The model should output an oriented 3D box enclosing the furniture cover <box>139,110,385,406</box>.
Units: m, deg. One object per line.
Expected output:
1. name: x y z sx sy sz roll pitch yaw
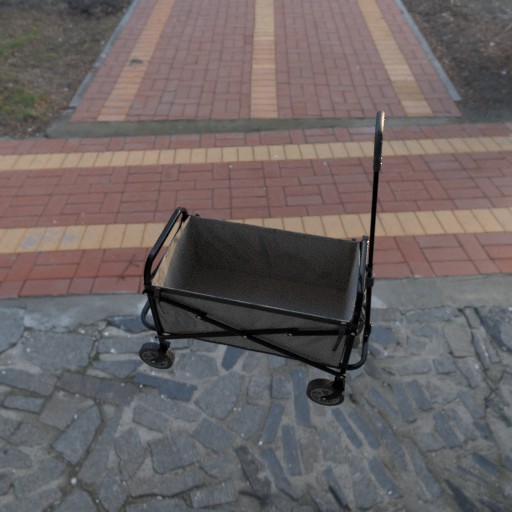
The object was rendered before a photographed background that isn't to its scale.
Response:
1. furniture cover: 0.000 0.000 1.796 1.038 1.295 0.532 10 45 10
